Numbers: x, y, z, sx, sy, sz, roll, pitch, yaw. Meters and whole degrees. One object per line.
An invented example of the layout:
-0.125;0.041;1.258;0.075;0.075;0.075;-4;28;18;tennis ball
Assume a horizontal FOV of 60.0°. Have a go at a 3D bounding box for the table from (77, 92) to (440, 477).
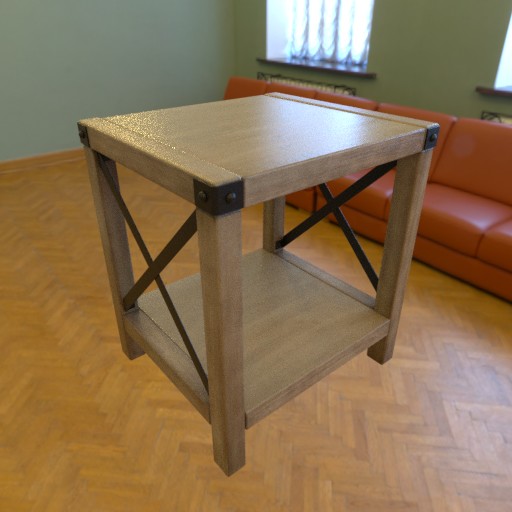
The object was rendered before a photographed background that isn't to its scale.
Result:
0.000;0.000;0.944;0.510;0.561;0.459;-22;36;-34;table
